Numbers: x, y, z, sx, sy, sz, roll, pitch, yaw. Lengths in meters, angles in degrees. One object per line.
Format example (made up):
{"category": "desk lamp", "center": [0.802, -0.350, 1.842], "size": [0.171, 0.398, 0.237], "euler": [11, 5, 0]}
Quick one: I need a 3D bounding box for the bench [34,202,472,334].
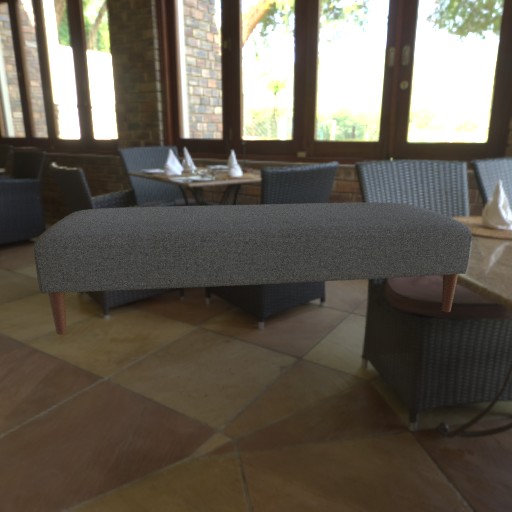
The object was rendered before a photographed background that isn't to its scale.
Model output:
{"category": "bench", "center": [0.000, 0.000, 1.906], "size": [1.598, 0.384, 0.631], "euler": [-2, 16, -8]}
